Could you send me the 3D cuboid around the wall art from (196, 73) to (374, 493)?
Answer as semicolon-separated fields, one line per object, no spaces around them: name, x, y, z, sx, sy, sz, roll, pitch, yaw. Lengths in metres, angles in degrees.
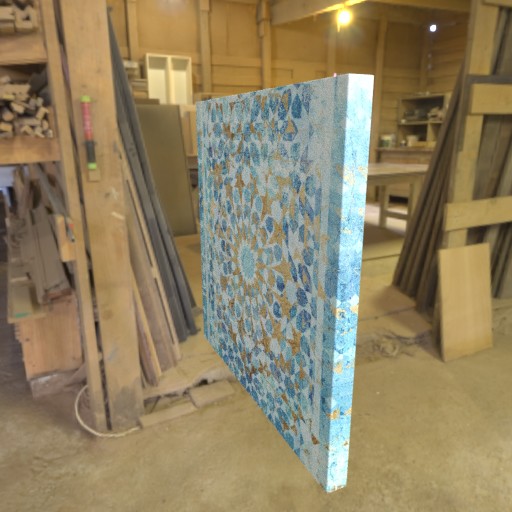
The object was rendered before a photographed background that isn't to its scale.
wall art;0.000;0.000;0.880;0.040;0.609;0.609;-7;17;-23
